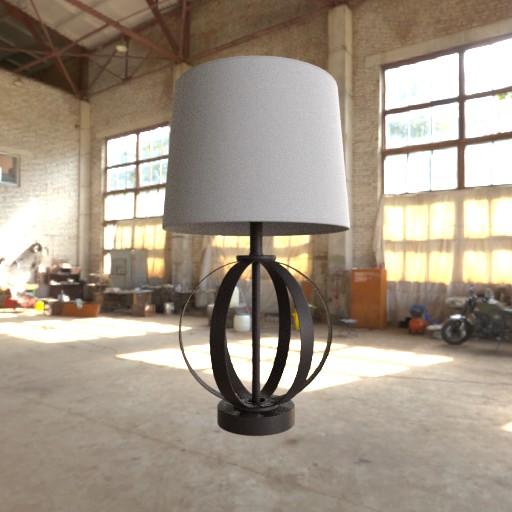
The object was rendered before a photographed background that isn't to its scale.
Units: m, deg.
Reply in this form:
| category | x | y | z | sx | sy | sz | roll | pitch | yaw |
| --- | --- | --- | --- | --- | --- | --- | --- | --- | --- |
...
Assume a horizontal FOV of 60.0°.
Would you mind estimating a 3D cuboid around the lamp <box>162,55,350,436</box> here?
| category | x | y | z | sx | sy | sz | roll | pitch | yaw |
| --- | --- | --- | --- | --- | --- | --- | --- | --- | --- |
| lamp | 0.000 | 0.000 | 0.690 | 0.286 | 0.510 | 0.286 | 0 | -1 | 0 |
